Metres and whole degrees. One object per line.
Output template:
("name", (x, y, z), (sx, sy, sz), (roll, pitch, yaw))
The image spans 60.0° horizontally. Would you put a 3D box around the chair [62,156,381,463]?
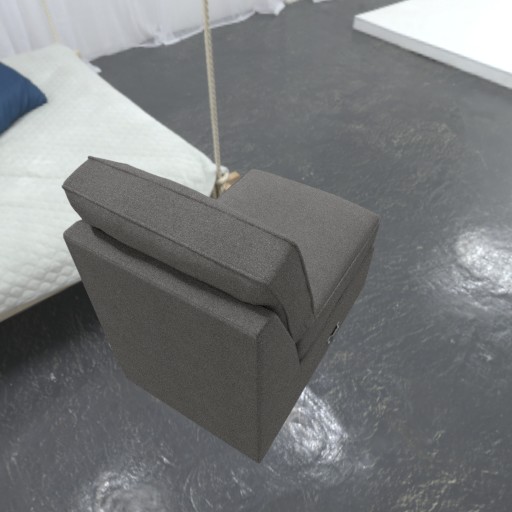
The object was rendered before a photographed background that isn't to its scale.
("chair", (0.000, 0.000, 1.532), (0.621, 0.970, 0.938), (24, 50, 22))
